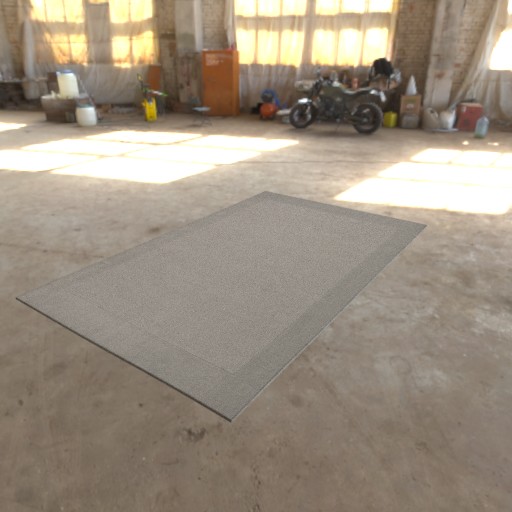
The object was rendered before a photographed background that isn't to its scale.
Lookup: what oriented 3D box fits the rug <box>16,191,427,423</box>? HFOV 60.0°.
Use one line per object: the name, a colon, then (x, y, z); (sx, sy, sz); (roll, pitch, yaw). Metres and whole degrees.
rug: (0.000, 0.000, 2.934); (1.524, 0.014, 2.438); (17, 30, 32)
